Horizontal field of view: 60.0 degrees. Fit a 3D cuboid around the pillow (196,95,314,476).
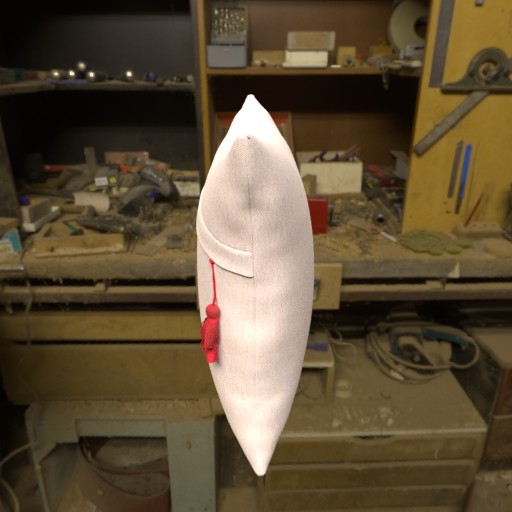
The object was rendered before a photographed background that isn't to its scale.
[{"bbox_3d":[0.000,0.000,0.682,0.173,0.436,0.433,0,24,0],"label":"pillow"}]
